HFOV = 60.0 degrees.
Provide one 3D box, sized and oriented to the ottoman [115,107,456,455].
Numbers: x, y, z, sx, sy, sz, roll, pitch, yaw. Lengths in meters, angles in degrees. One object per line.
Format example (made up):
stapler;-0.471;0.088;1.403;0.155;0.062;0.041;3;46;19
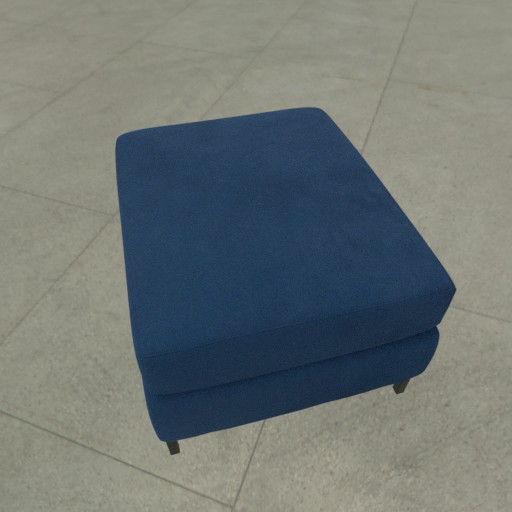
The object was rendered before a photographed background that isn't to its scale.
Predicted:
ottoman;0.000;0.000;1.183;0.655;0.485;0.794;-11;47;-10
